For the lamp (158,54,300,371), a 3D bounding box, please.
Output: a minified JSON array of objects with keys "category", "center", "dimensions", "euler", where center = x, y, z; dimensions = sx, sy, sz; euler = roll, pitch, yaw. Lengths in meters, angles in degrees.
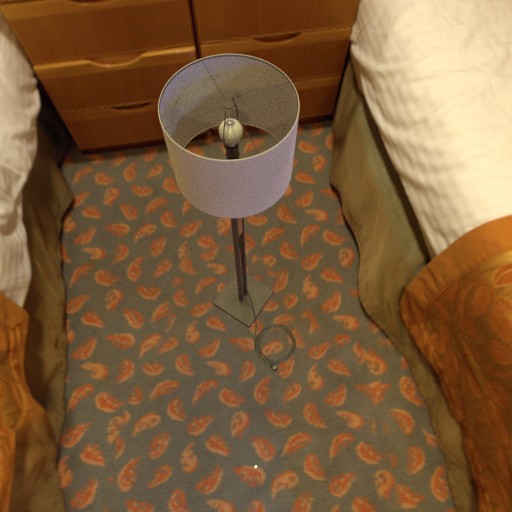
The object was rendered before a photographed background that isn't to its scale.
[{"category":"lamp","center":[0.000,0.000,1.978],"dimensions":[0.639,1.650,0.474],"euler":[31,68,14]}]
